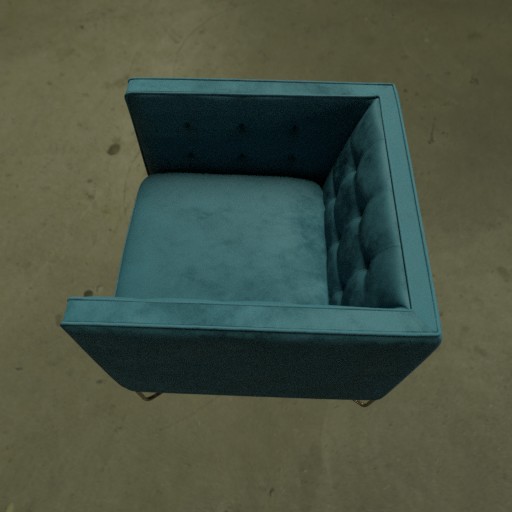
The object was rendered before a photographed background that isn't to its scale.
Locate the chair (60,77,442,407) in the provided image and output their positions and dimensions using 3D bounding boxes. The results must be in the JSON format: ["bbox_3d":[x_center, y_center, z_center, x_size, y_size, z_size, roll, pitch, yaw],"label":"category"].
[{"bbox_3d":[0.000,0.000,1.530,0.894,0.790,0.880,2,60,1],"label":"chair"}]
